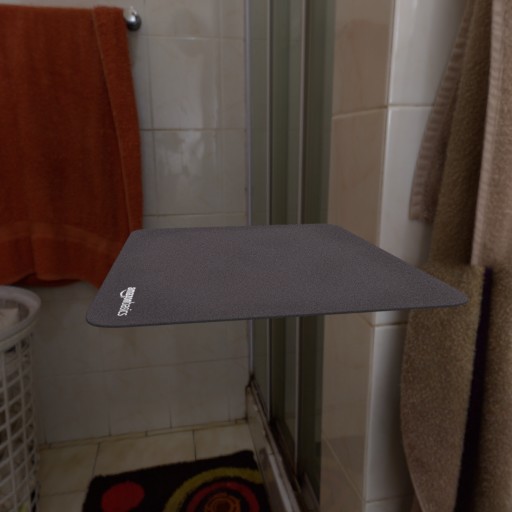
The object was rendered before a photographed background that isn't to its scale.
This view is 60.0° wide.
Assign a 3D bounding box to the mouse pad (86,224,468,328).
[{"bbox_3d":[0.000,0.000,0.438,0.269,0.002,0.315,-2,15,-9],"label":"mouse pad"}]
